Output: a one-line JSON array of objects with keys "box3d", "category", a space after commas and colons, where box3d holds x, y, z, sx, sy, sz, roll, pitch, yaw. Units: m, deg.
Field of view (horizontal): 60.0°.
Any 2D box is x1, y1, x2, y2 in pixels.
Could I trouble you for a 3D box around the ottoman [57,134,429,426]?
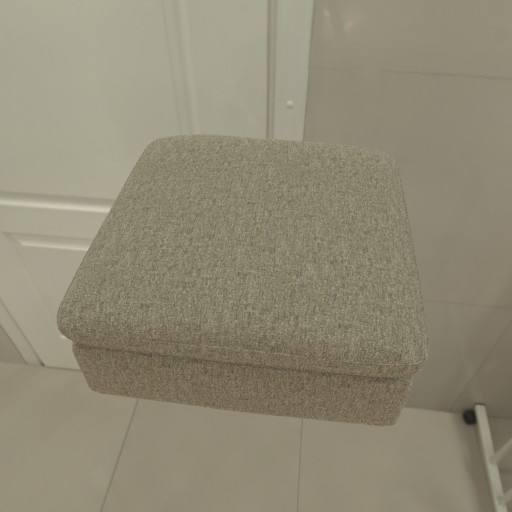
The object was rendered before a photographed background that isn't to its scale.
[{"box3d": [0.000, 0.000, 1.626, 1.039, 0.526, 1.035, 5, 46, 5], "category": "ottoman"}]
